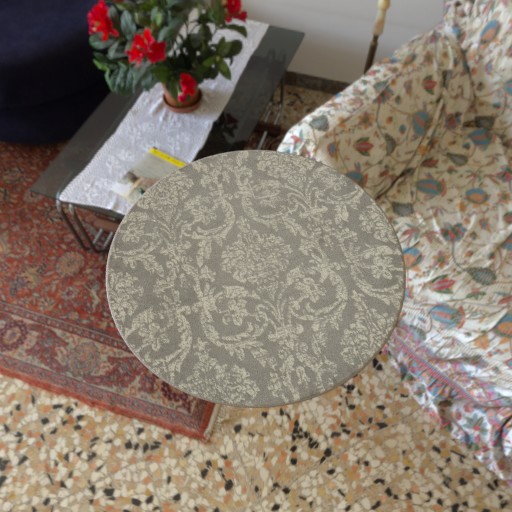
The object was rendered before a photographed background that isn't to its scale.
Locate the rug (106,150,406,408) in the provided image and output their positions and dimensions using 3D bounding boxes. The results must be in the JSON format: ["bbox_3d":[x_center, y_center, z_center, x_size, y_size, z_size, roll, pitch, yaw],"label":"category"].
[{"bbox_3d":[0.000,0.000,2.390,1.593,0.012,1.593,0,58,0],"label":"rug"}]
